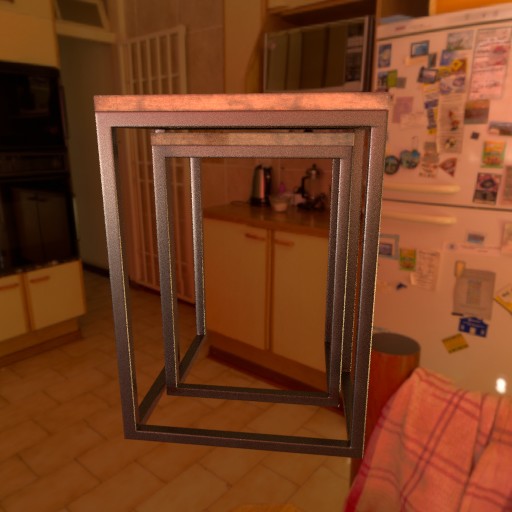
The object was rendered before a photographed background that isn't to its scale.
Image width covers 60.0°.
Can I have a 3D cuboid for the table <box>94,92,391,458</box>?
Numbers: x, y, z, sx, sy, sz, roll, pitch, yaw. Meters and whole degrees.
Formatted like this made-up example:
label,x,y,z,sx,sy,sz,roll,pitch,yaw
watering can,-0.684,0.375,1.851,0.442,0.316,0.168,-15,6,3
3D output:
label,x,y,z,sx,sy,sz,roll,pitch,yaw
table,0.000,0.000,0.945,0.456,0.615,0.460,2,15,9
